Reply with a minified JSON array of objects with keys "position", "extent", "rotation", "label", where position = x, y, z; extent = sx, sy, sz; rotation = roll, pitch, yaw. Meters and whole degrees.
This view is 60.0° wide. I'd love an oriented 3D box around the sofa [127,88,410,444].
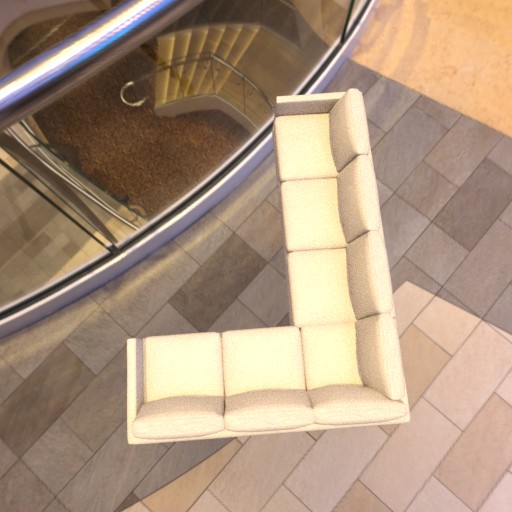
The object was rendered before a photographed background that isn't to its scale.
[{"position":[0.000,0.000,4.472],"extent":[2.522,0.934,3.333],"rotation":[-4,76,-1],"label":"sofa"}]
